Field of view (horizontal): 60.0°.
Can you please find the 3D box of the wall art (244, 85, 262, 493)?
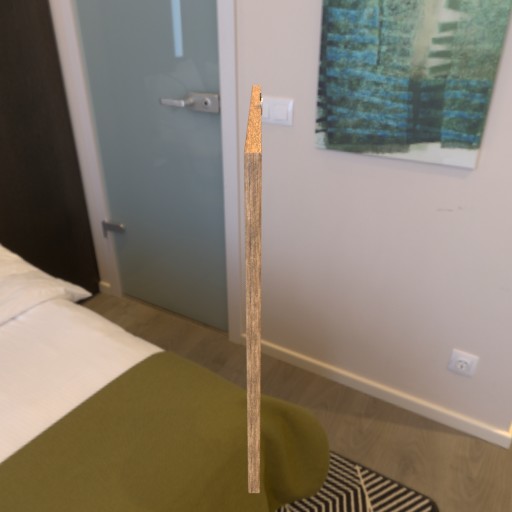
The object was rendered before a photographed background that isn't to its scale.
[{"bbox_3d":[0.000,0.000,0.837,0.021,0.582,0.561,0,28,0],"label":"wall art"}]
